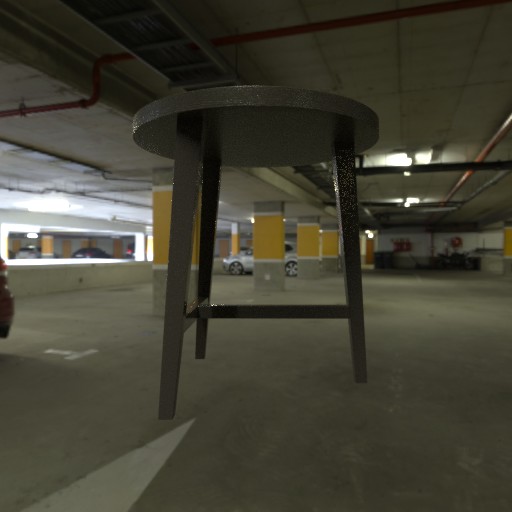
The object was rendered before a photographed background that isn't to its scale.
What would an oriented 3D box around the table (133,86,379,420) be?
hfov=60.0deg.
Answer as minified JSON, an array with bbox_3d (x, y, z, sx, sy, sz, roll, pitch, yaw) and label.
[{"bbox_3d":[0.000,0.000,0.936,0.500,0.531,0.500,0,0,0],"label":"table"}]
